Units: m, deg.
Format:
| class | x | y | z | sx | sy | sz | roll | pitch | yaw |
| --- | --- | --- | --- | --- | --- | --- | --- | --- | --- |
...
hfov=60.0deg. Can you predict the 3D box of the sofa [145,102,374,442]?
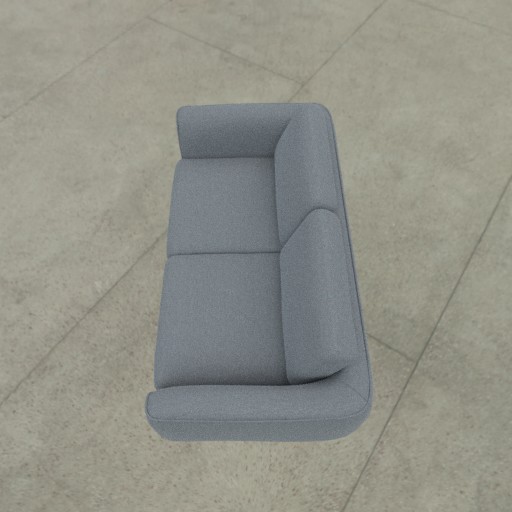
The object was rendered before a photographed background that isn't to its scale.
| class | x | y | z | sx | sy | sz | roll | pitch | yaw |
| --- | --- | --- | --- | --- | --- | --- | --- | --- | --- |
| sofa | 0.000 | 0.000 | 2.196 | 0.920 | 0.850 | 1.700 | -1 | 59 | -1 |
